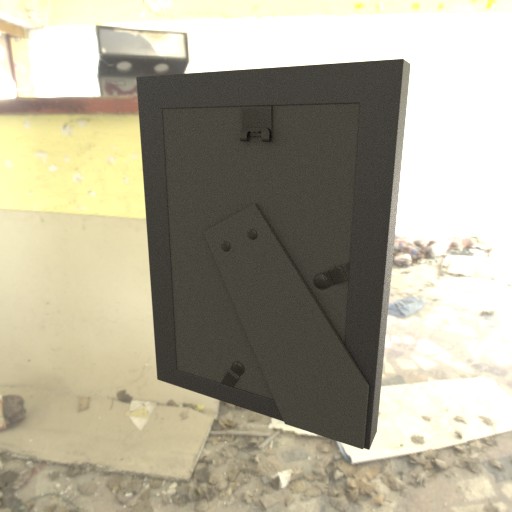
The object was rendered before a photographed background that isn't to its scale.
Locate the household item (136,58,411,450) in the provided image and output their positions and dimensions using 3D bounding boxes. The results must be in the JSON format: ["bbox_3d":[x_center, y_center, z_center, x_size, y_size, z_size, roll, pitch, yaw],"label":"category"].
[{"bbox_3d":[0.000,0.000,0.228,0.133,0.178,0.022,9,19,27],"label":"household item"}]
